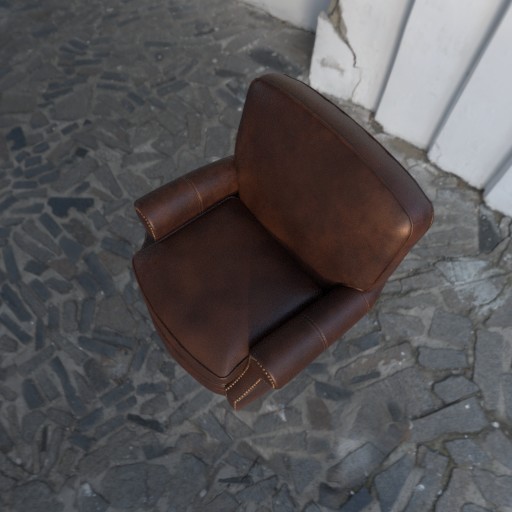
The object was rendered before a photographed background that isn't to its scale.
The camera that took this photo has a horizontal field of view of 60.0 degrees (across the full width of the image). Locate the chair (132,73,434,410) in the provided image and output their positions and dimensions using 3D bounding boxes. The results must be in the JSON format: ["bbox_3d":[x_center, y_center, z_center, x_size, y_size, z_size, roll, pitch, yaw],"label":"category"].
[{"bbox_3d":[0.000,0.000,1.787,0.986,1.018,0.936,-35,69,-16],"label":"chair"}]
